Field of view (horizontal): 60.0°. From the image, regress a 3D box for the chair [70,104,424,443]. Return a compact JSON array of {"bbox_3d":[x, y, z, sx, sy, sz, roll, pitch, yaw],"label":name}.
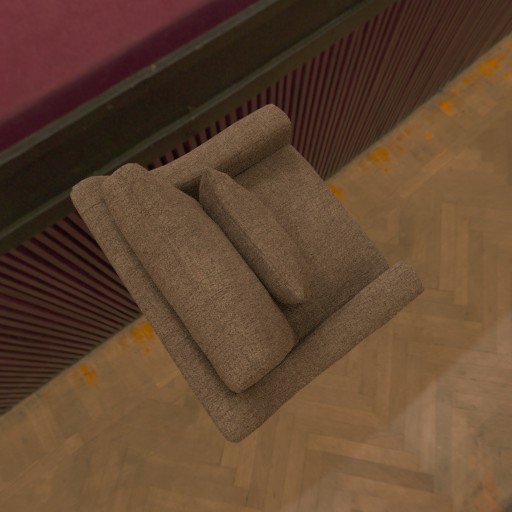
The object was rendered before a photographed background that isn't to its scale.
[{"bbox_3d":[0.000,0.000,1.978,1.009,1.037,1.138,-34,78,-9],"label":"chair"}]
